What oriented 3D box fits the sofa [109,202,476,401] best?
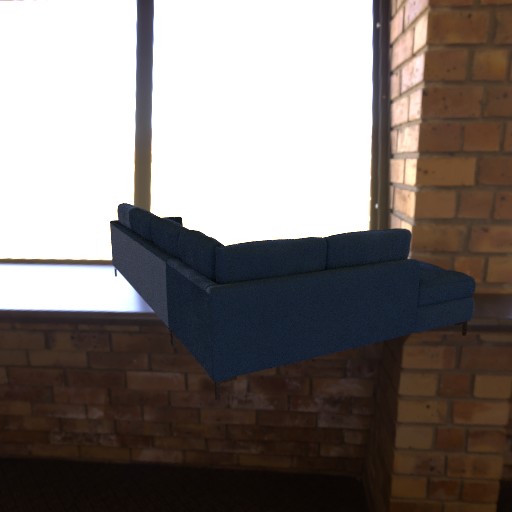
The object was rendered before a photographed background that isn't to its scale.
[{"bbox_3d":[0.000,0.000,3.924,2.007,0.815,2.949,-6,14,-27],"label":"sofa"}]
